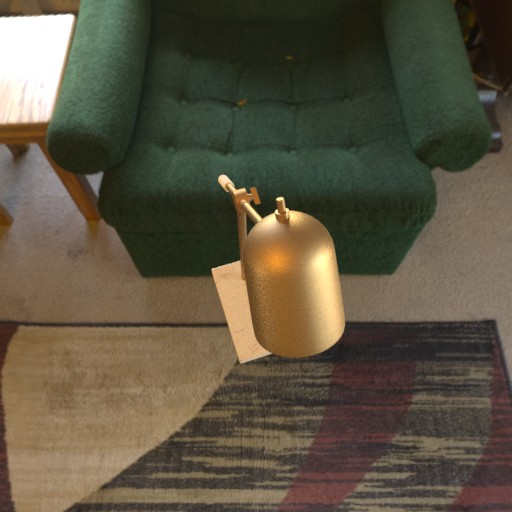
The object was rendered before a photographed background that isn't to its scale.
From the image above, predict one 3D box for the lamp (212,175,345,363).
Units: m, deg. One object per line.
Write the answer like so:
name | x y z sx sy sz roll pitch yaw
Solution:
lamp | 0.000 0.000 0.799 0.144 0.603 0.471 -16 64 -8
